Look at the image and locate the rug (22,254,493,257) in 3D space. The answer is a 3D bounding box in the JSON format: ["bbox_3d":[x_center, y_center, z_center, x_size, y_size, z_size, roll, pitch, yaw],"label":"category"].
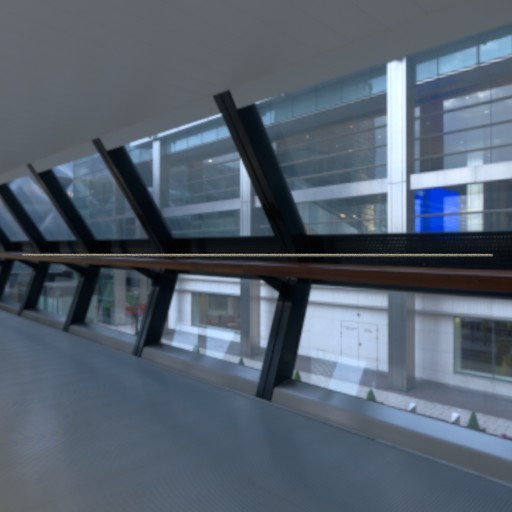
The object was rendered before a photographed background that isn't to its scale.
[{"bbox_3d":[0.000,0.000,4.226,3.204,0.016,2.452,0,0,-1],"label":"rug"}]
